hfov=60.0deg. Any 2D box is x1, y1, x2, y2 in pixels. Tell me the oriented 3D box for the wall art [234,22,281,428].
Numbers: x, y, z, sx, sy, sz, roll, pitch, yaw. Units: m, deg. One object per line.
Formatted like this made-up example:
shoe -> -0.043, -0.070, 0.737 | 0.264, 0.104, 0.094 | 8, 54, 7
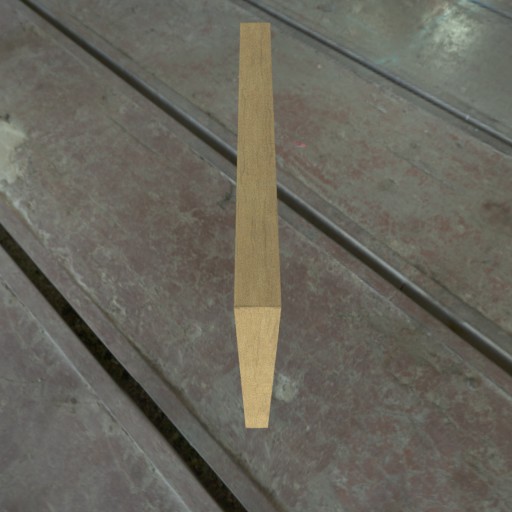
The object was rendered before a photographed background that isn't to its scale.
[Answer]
wall art -> 0.000, 0.000, 0.521 | 0.030, 0.380, 0.312 | 0, 58, 0
